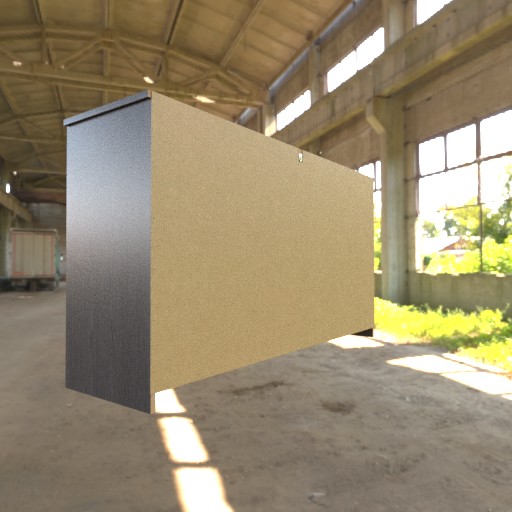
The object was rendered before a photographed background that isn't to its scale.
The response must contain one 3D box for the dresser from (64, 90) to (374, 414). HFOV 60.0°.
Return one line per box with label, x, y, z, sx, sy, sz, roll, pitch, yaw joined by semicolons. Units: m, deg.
dresser;0.000;0.000;1.687;0.401;0.755;1.360;-1;-1;37
